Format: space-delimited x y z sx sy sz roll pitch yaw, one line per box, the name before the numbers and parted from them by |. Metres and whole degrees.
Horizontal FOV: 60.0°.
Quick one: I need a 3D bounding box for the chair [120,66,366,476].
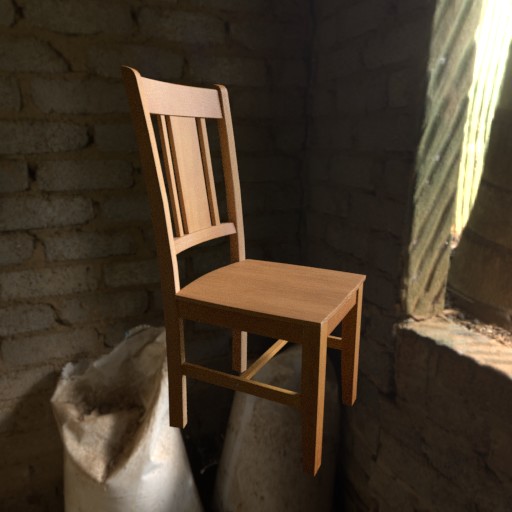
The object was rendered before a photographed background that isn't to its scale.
chair | 0.000 0.000 1.282 0.556 0.998 0.450 8 17 26
